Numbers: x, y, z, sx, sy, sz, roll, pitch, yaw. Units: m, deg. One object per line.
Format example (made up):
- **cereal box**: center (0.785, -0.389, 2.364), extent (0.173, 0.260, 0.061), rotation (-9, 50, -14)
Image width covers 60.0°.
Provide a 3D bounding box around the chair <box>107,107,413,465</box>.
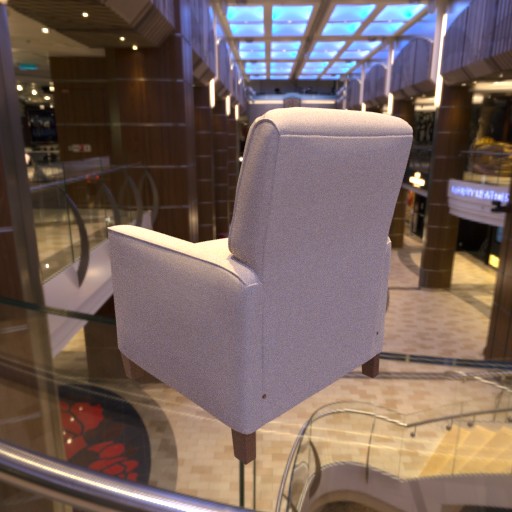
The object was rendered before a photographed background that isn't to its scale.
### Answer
- **chair**: center (0.000, 0.000, 1.675), extent (0.841, 1.023, 0.858), rotation (-14, 21, -43)
